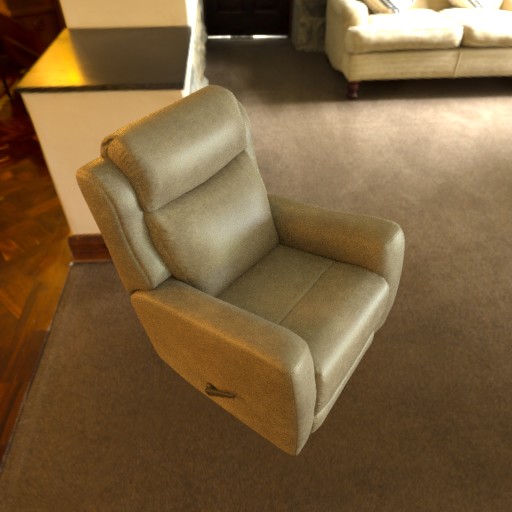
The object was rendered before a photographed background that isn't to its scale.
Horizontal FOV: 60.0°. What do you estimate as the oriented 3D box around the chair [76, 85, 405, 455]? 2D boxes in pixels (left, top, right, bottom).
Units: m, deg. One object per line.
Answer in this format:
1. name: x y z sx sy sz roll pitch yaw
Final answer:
1. chair: 0.000 0.000 1.928 1.068 1.116 0.967 26 48 26
